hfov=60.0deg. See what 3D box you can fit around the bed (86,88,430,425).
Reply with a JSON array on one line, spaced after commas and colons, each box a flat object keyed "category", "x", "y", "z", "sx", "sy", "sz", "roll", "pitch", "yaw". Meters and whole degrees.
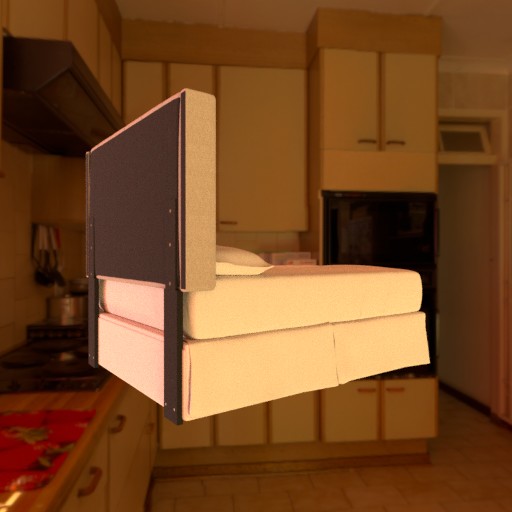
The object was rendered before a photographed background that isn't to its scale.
[{"category": "bed", "x": 0.000, "y": 0.000, "z": 3.400, "sx": 2.066, "sy": 1.665, "sz": 1.719, "roll": 0, "pitch": 0, "yaw": -36}]
